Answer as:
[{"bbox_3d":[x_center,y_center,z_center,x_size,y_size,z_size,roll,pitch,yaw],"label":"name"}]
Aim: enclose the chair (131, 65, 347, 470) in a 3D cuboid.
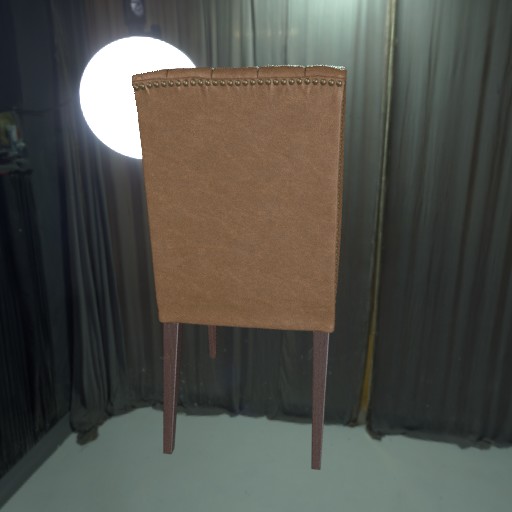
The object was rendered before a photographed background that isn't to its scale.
[{"bbox_3d":[0.000,0.000,1.379,0.511,1.016,0.647,2,15,8],"label":"chair"}]
